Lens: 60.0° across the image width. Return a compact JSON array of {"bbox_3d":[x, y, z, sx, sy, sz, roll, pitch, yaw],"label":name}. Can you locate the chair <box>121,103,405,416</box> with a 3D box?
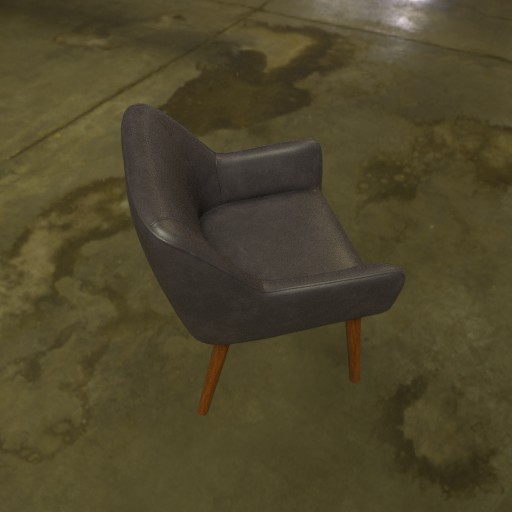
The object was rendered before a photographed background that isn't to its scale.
[{"bbox_3d":[0.000,0.000,1.314,0.610,0.828,0.610,-11,48,-10],"label":"chair"}]
